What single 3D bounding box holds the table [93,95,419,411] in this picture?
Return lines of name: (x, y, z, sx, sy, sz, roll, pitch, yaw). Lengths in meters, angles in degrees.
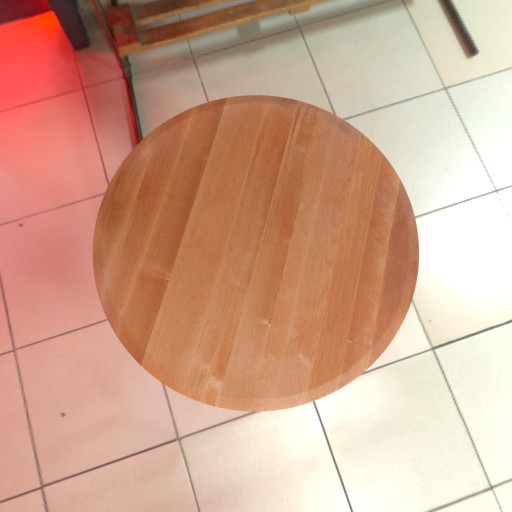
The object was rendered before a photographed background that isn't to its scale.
table: (0.000, 0.000, 1.413, 0.900, 0.400, 0.900, 0, 77, 0)
